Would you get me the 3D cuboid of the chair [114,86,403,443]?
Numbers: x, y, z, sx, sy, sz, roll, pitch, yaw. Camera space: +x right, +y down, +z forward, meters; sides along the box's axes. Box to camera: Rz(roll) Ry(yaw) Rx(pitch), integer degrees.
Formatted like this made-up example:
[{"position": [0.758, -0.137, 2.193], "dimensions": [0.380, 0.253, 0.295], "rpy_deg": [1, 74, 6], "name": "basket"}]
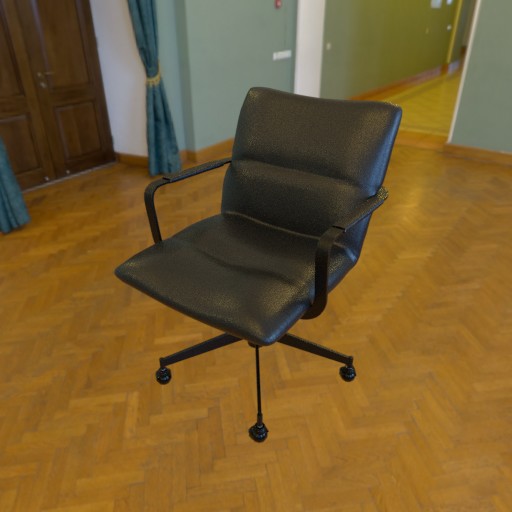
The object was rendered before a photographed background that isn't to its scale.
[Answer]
[{"position": [0.000, 0.000, 1.458], "dimensions": [0.719, 0.922, 0.748], "rpy_deg": [19, 35, 29], "name": "chair"}]
